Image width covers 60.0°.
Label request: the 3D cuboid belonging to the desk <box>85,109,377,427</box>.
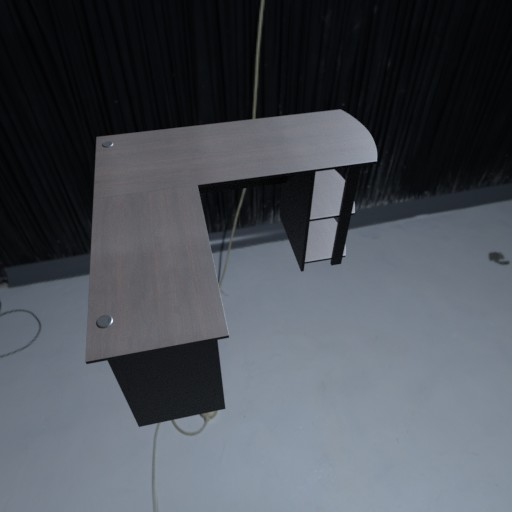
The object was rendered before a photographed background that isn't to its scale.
[{"bbox_3d":[0.000,0.000,2.158,1.361,0.716,1.303,-9,47,-8],"label":"desk"}]
